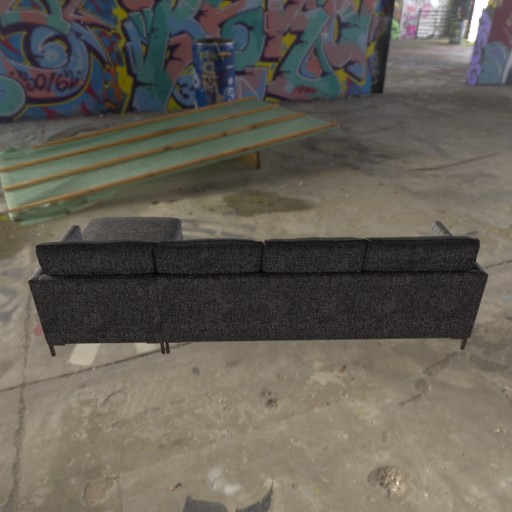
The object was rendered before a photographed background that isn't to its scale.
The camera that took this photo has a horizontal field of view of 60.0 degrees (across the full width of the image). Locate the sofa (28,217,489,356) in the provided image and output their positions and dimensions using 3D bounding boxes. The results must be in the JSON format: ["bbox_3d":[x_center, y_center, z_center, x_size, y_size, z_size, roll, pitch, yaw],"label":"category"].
[{"bbox_3d":[0.000,0.000,3.970,3.384,0.970,1.488,-1,30,-1],"label":"sofa"}]
